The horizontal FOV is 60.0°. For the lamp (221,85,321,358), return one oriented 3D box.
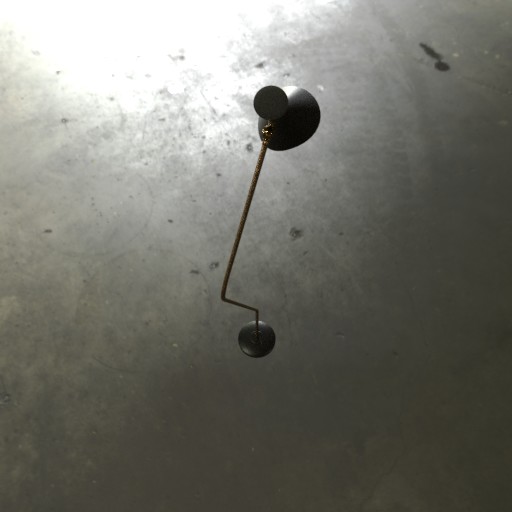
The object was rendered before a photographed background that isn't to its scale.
[{"bbox_3d":[0.000,0.000,1.625,0.467,1.438,0.277,-33,64,-18],"label":"lamp"}]
